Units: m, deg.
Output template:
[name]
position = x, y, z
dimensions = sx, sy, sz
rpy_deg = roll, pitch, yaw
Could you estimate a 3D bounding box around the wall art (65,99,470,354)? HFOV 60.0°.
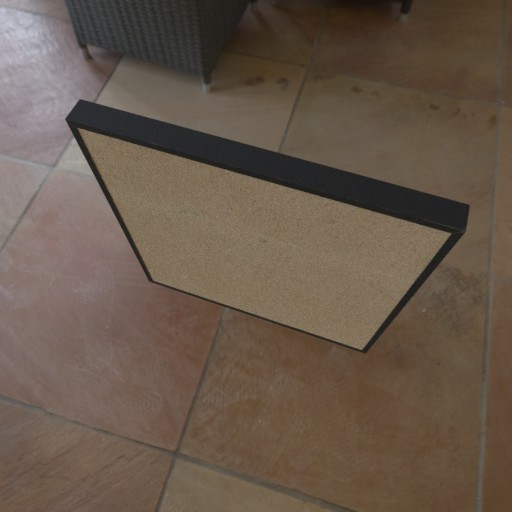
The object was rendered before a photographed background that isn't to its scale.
[wall art]
position = 0.000, 0.000, 0.765
dimensions = 0.508, 0.508, 0.038
rpy_deg = 17, 64, 9
